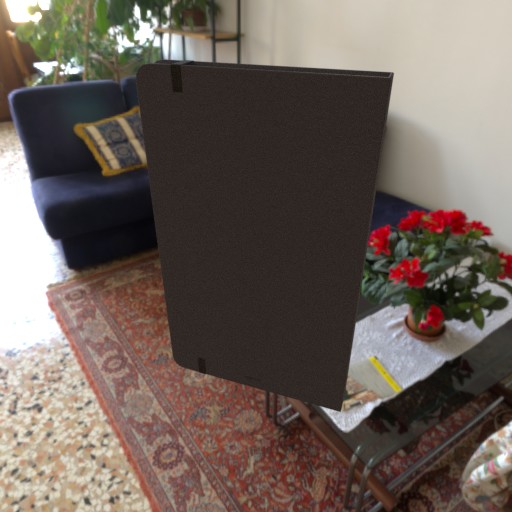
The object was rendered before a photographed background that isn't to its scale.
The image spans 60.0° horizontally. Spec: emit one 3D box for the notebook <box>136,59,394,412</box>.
[{"bbox_3d":[0.000,0.000,0.268,0.127,0.213,0.016,11,33,17],"label":"notebook"}]
